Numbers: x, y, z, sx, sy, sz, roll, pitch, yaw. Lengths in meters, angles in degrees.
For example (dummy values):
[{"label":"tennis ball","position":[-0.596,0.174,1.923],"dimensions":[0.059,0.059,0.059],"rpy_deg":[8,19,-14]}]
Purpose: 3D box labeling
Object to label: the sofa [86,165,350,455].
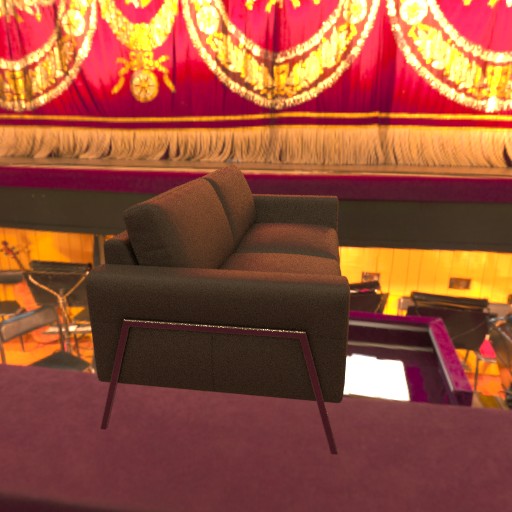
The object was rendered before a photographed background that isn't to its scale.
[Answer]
[{"label":"sofa","position":[0.000,0.000,2.510],"dimensions":[0.953,0.875,2.017],"rpy_deg":[3,17,8]}]
